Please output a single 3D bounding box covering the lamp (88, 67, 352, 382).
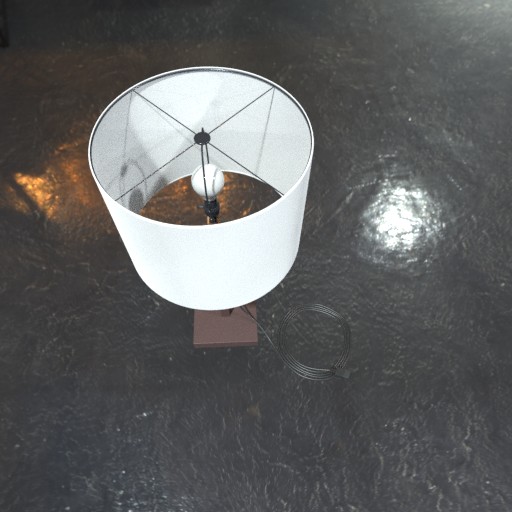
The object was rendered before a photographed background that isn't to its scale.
[{"bbox_3d":[0.000,0.000,0.979,0.525,0.668,0.396,-2,58,-1],"label":"lamp"}]
